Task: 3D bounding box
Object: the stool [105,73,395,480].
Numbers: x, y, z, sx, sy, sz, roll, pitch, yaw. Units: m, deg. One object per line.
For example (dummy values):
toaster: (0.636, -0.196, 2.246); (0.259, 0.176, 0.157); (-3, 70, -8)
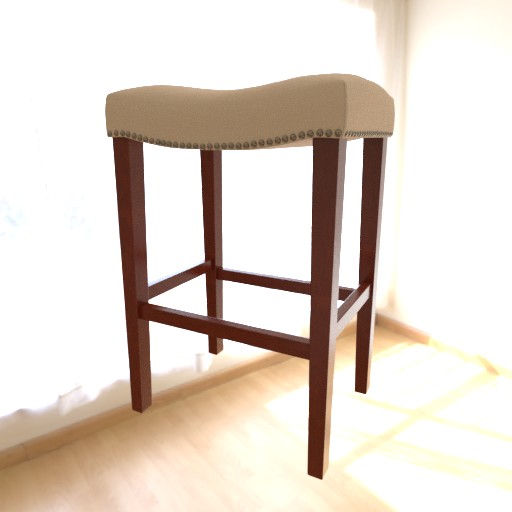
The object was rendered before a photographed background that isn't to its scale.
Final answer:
stool: (0.000, 0.000, 1.010); (0.504, 0.742, 0.372); (8, 17, 27)
